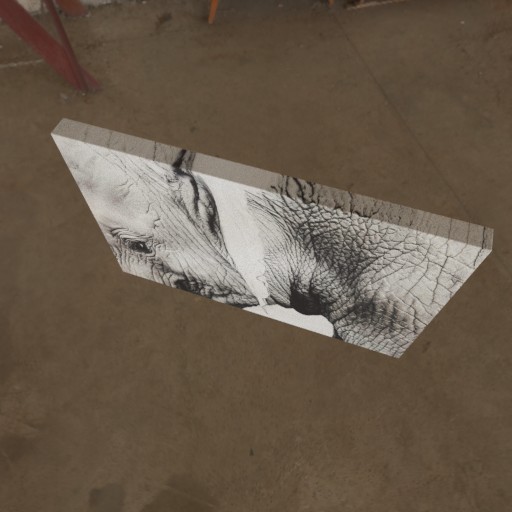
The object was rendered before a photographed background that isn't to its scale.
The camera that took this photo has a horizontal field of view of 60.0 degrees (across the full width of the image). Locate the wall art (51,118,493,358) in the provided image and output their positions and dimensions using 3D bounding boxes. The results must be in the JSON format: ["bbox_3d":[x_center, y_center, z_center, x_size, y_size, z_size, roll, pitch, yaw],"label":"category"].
[{"bbox_3d":[0.000,0.000,0.768,0.613,0.407,0.035,16,60,10],"label":"wall art"}]
